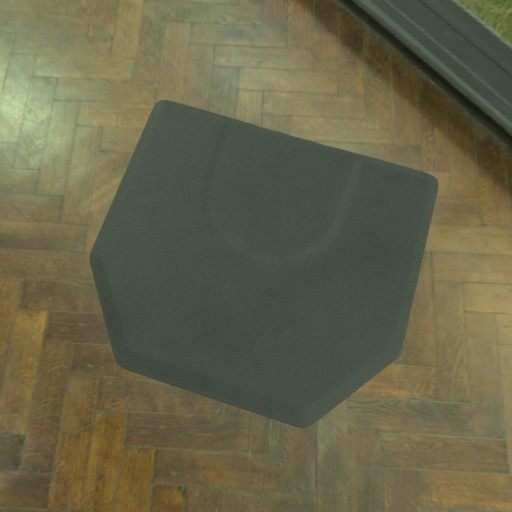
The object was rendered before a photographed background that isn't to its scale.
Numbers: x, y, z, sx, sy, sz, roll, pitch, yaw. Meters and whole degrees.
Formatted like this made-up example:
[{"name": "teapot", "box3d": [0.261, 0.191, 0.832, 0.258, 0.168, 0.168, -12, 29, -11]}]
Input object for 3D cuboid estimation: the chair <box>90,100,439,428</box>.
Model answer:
[{"name": "chair", "box3d": [0.000, 0.000, 1.903, 1.372, 0.024, 1.219, 17, 75, 5]}]
